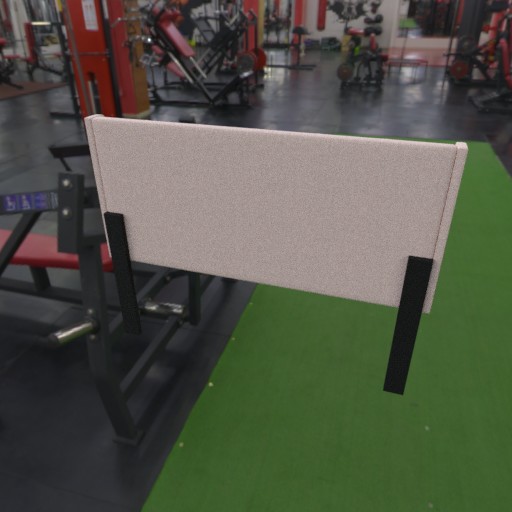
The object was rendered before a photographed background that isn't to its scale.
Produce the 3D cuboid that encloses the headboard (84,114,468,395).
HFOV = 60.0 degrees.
[{"bbox_3d":[0.000,0.000,2.690,2.051,1.524,0.184,9,31,16],"label":"headboard"}]
